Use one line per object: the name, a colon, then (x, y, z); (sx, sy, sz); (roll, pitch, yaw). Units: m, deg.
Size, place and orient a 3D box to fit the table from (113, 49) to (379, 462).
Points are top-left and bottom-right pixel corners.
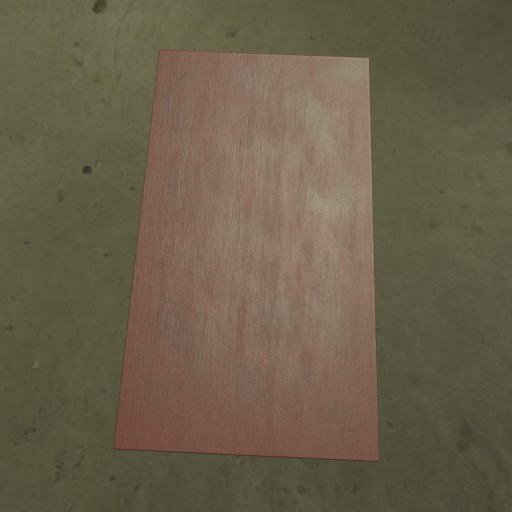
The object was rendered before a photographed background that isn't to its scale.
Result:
table: (0.000, 0.000, 1.221); (0.533, 0.456, 0.943); (2, 75, 1)
